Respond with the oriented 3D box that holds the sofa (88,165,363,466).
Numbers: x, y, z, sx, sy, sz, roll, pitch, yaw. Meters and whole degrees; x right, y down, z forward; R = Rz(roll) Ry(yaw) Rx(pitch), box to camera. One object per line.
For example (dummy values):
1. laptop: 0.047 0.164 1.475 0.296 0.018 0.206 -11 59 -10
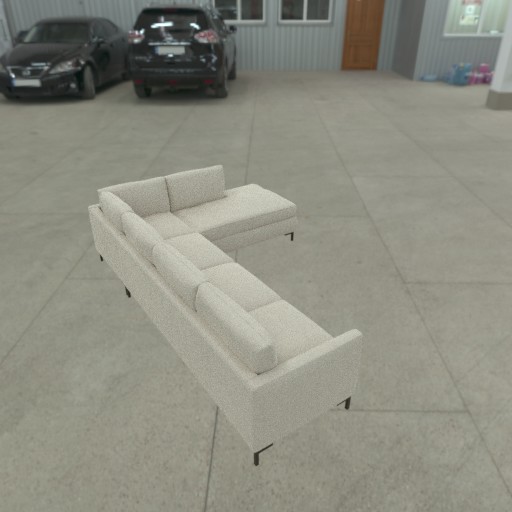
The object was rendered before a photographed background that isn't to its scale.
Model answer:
1. sofa: 0.000 0.000 3.852 2.007 0.815 2.949 -18 34 -29
